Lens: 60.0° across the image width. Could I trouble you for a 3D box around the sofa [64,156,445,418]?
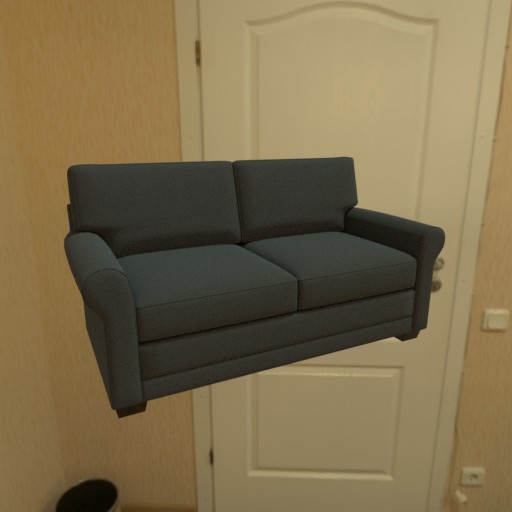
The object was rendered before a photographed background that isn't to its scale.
[{"bbox_3d":[0.000,0.000,2.480,1.930,1.020,0.940,-8,17,-26],"label":"sofa"}]
